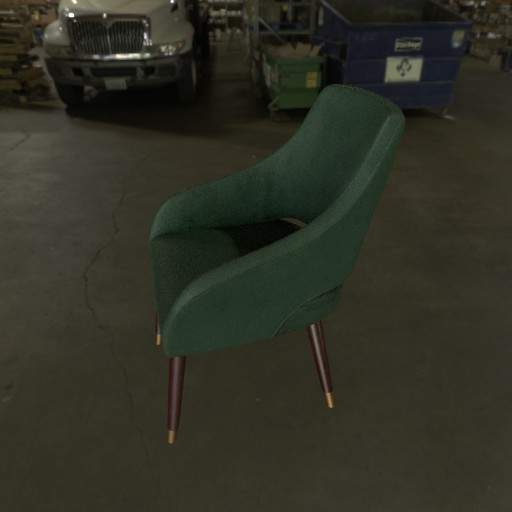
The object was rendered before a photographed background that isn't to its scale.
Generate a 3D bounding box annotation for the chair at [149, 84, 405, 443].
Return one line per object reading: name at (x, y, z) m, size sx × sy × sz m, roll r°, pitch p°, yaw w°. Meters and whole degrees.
chair at (0.000, 0.000, 1.587) m, size 0.794 × 1.081 × 0.683 m, roll -8°, pitch 32°, yaw -13°
